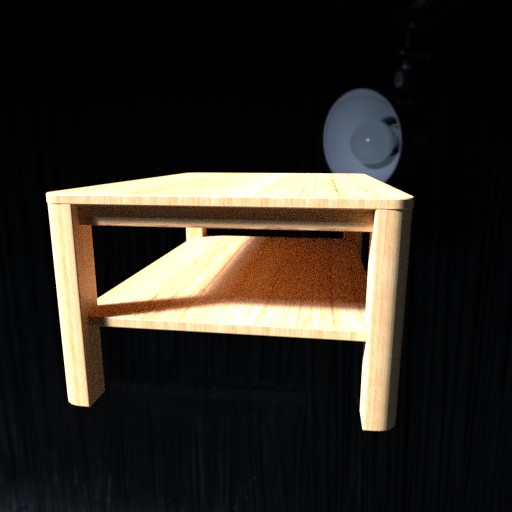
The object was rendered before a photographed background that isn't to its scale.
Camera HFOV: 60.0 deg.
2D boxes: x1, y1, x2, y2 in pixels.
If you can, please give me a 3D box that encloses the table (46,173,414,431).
[{"bbox_3d":[0.000,0.000,1.321,0.696,0.445,0.997,2,13,8],"label":"table"}]
